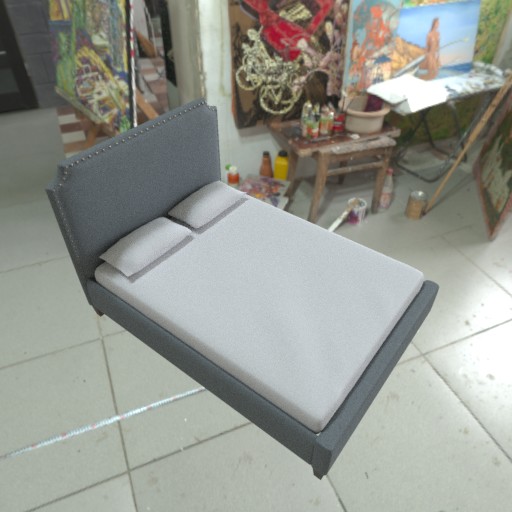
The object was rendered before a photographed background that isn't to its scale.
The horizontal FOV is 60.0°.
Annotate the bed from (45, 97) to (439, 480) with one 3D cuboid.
[{"bbox_3d":[0.000,0.000,3.358,2.372,1.443,1.712,27,48,27],"label":"bed"}]
